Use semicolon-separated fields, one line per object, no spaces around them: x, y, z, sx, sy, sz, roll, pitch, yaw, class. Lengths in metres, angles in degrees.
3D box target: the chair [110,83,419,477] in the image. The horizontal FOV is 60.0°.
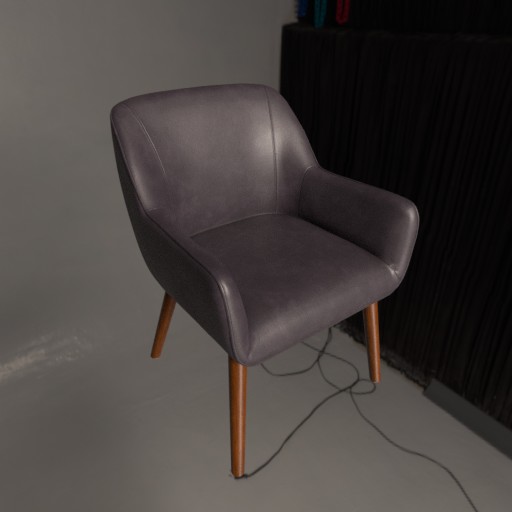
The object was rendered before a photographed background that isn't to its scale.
0.000;0.000;1.240;0.610;0.828;0.610;-20;35;-32;chair
